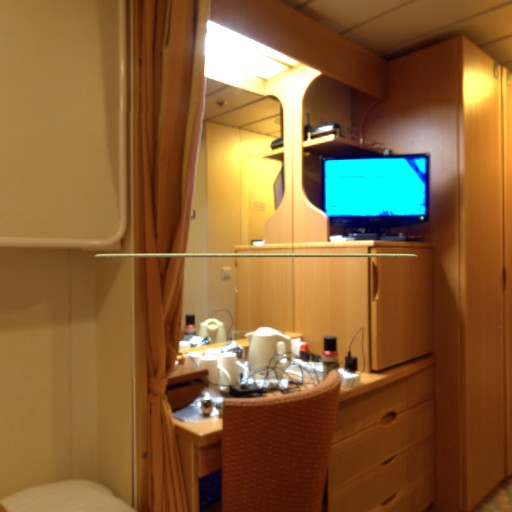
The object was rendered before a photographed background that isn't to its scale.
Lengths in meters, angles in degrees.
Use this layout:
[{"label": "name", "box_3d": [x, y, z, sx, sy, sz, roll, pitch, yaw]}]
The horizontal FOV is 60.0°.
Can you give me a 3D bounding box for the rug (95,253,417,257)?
[{"label": "rug", "box_3d": [0.000, 0.000, 2.325, 1.593, 0.012, 1.593, 0, 0, 0]}]
